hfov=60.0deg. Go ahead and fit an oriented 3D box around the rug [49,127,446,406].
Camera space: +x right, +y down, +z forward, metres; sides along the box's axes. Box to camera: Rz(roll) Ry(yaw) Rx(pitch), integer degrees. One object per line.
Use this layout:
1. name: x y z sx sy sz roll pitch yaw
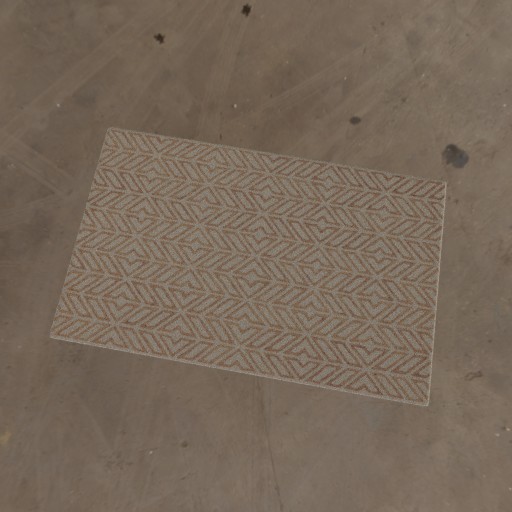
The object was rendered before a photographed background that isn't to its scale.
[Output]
1. rug: 0.000 0.000 2.973 2.438 0.008 1.523 10 77 2
